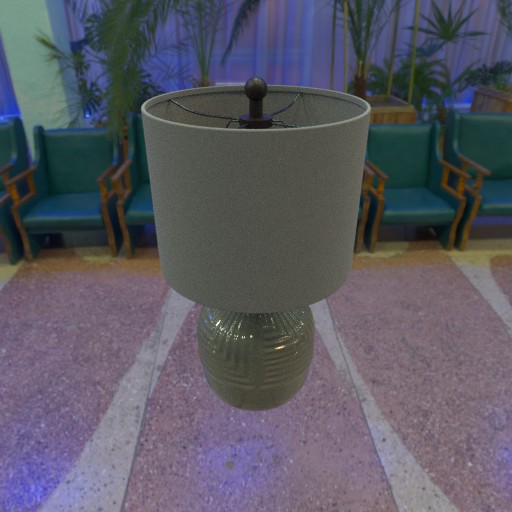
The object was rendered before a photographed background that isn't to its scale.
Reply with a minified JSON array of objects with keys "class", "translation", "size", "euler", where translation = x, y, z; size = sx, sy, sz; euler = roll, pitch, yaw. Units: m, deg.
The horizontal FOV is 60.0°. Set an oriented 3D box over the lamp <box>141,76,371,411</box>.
[{"class":"lamp","translation":[0.000,0.000,0.750],"size":[0.318,0.567,0.318],"euler":[0,30,0]}]
